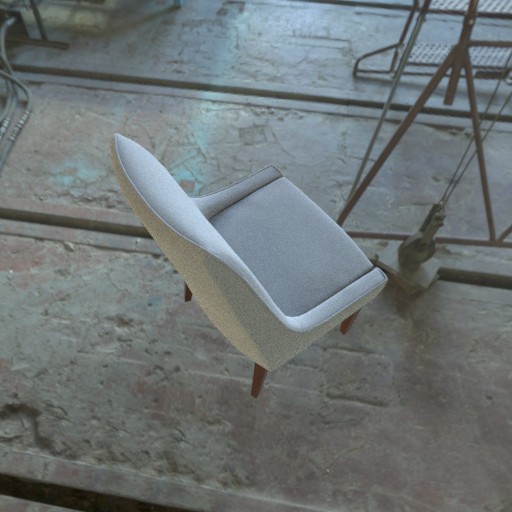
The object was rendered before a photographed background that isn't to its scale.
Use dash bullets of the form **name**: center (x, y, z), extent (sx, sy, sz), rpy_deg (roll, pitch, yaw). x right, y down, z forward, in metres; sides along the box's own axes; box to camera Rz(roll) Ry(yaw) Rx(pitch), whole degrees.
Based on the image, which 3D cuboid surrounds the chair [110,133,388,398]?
- **chair**: center (0.000, 0.000, 1.219), extent (0.544, 0.861, 0.529), rpy_deg (-31, 63, -18)
